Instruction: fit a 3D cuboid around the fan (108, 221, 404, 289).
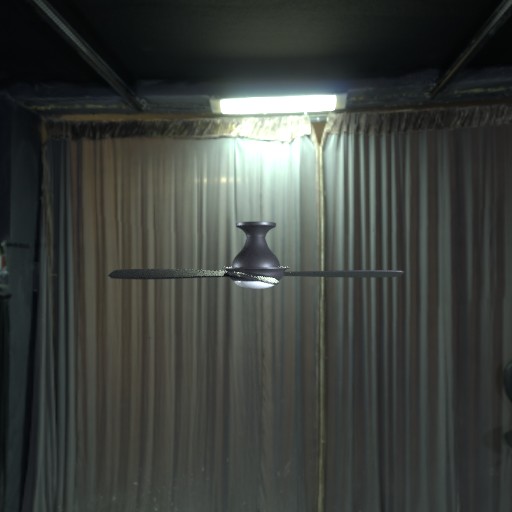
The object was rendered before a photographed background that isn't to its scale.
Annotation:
[{"bbox_3d":[0.000,0.000,2.579,1.694,0.382,1.694,0,-1,0],"label":"fan"}]
